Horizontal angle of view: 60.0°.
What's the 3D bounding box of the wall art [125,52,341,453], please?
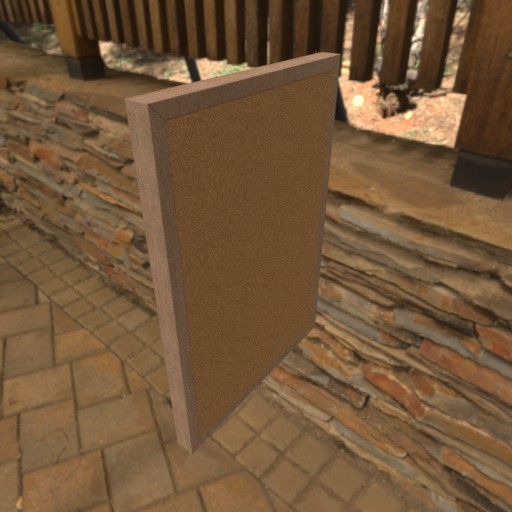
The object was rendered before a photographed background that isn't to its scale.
[{"bbox_3d":[0.000,0.000,0.652,0.031,0.509,0.356,22,39,31],"label":"wall art"}]
